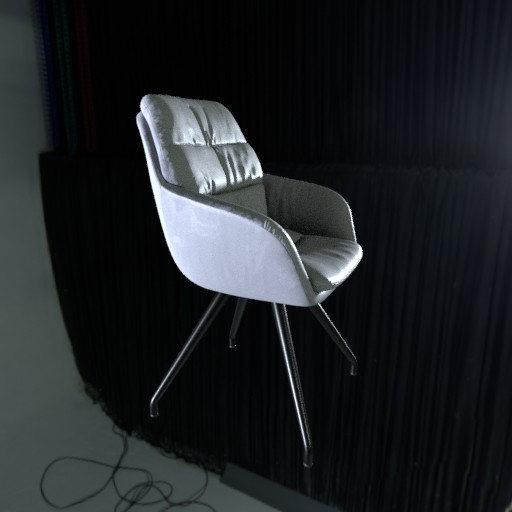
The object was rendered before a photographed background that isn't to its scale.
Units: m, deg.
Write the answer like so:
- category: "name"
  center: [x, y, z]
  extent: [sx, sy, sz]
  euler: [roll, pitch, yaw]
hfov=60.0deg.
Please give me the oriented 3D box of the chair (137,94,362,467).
- category: "chair"
  center: [0.000, 0.000, 1.290]
  extent: [0.569, 0.888, 0.579]
  euler: [7, 17, 24]
